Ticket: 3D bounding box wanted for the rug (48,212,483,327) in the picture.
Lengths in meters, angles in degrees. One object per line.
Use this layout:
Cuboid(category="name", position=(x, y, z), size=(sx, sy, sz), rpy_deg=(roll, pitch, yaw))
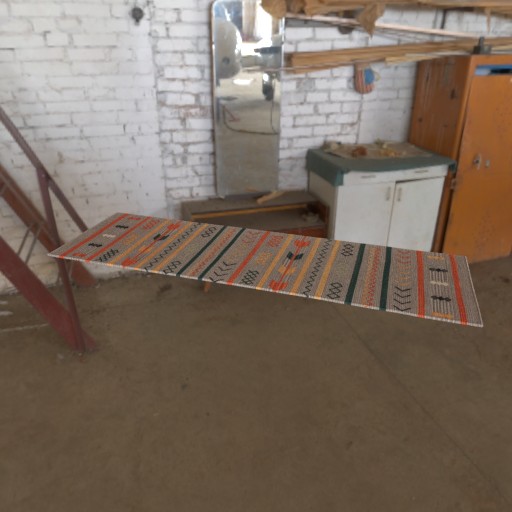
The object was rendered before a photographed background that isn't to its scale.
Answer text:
Cuboid(category="rug", position=(0.000, 0.000, 2.671), size=(2.419, 0.022, 0.744), rpy_deg=(8, 28, 16))
